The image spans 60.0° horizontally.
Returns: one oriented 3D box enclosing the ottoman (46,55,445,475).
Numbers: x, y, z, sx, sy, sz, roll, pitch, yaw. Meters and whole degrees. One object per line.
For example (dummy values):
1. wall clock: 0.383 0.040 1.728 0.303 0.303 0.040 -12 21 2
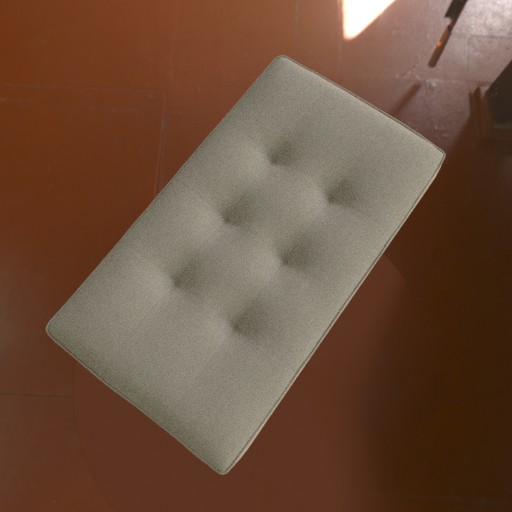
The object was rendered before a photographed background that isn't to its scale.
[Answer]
1. ottoman: 0.000 0.000 1.477 0.648 0.508 1.143 36 78 9
